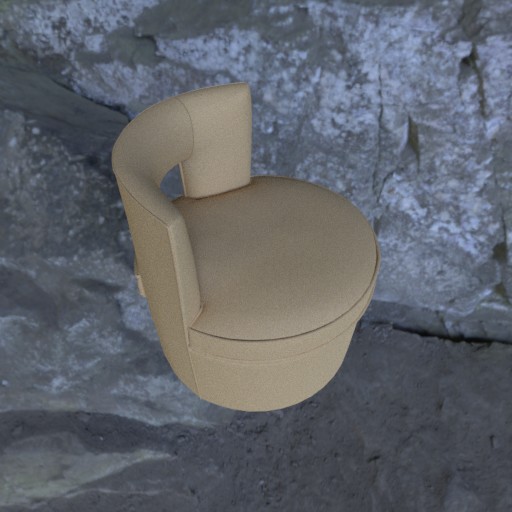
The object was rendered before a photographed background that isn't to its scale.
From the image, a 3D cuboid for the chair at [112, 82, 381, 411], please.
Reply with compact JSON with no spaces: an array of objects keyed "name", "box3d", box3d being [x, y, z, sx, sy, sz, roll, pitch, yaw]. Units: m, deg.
[{"name":"chair","box3d":[0.000,0.000,1.236,0.665,0.723,0.650,9,46,9]}]
